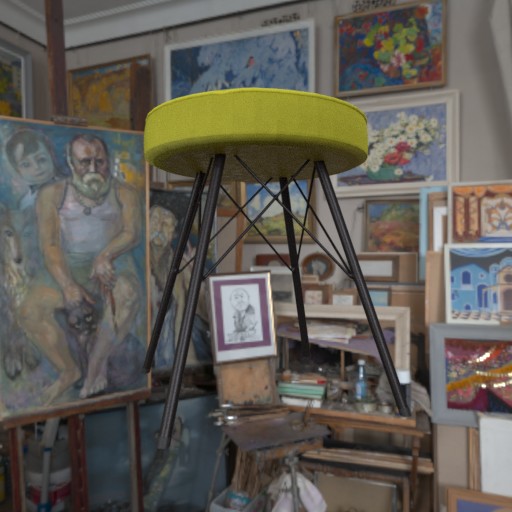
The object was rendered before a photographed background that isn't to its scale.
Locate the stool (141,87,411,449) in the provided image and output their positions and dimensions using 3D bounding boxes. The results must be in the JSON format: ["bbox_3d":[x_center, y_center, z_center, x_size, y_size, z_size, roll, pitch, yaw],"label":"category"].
[{"bbox_3d":[0.000,0.000,0.834,0.409,0.508,0.409,0,0,-17],"label":"stool"}]
